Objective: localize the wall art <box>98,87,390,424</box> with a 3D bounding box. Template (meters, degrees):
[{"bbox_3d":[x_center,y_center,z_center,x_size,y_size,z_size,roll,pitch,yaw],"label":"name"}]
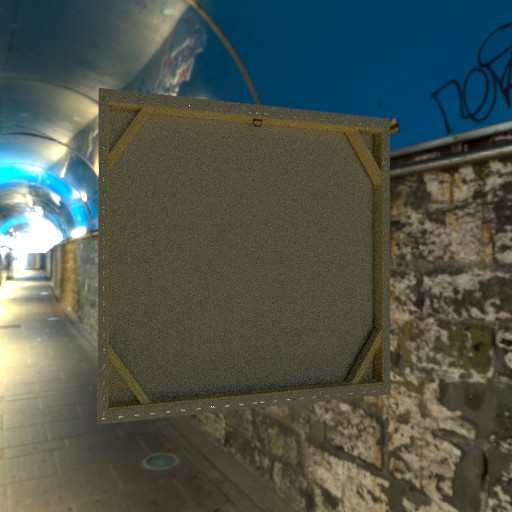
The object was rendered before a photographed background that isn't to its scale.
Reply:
[{"bbox_3d":[0.000,0.000,0.910,0.610,0.610,0.038,0,0,-17],"label":"wall art"}]
